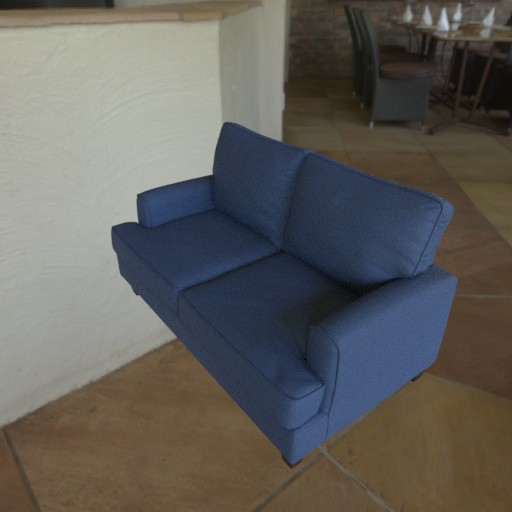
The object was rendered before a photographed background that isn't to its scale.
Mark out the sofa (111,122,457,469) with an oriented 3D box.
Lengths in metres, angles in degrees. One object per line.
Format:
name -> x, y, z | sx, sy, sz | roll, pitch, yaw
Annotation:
sofa -> 0.000, 0.000, 2.239 | 0.965, 0.965, 1.651 | -21, 37, -31
